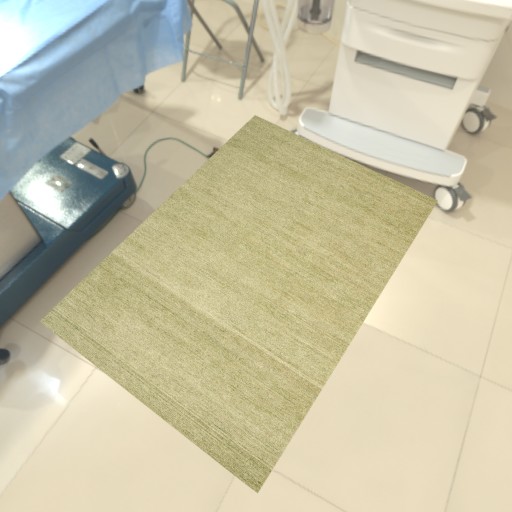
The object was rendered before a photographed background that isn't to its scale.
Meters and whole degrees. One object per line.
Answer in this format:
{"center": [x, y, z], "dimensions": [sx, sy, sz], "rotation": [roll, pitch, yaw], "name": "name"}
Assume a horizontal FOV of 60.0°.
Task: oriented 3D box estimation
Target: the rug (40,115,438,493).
{"center": [0.000, 0.000, 2.931], "dimensions": [1.606, 0.017, 2.270], "rotation": [30, 62, 18], "name": "rug"}
